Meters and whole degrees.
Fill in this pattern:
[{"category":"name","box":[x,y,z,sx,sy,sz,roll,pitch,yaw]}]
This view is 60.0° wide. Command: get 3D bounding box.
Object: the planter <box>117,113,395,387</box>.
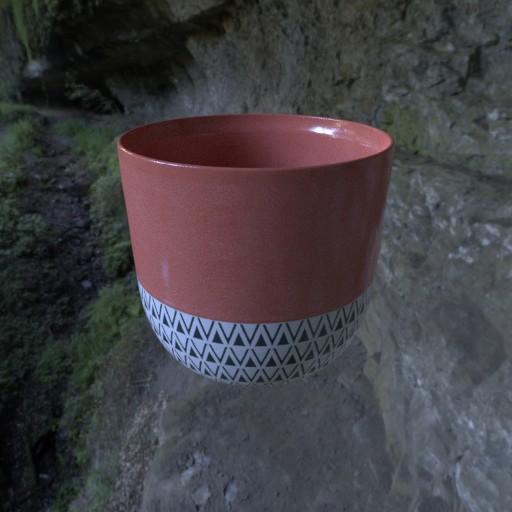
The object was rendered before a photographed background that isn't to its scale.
[{"category":"planter","box":[0.000,0.000,0.498,0.266,0.270,0.266,0,26,0]}]
